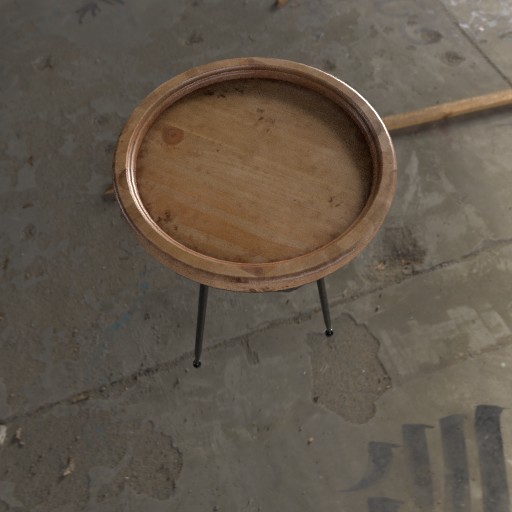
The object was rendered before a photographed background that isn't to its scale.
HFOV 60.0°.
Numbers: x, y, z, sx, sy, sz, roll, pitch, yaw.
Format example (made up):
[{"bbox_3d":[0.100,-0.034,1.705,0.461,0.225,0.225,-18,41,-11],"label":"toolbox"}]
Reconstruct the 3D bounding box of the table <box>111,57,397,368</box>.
[{"bbox_3d":[0.000,0.000,0.934,0.414,0.664,0.418,0,63,0],"label":"table"}]
